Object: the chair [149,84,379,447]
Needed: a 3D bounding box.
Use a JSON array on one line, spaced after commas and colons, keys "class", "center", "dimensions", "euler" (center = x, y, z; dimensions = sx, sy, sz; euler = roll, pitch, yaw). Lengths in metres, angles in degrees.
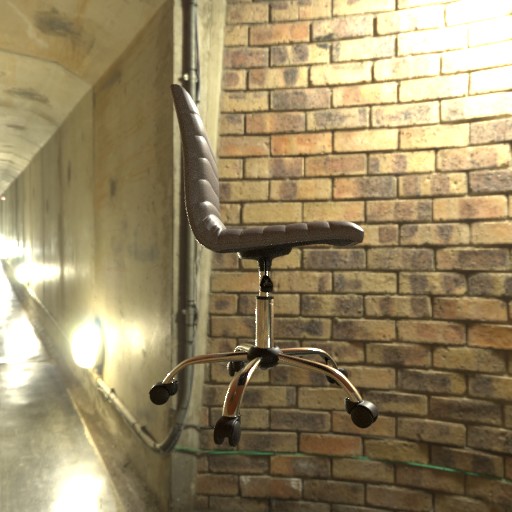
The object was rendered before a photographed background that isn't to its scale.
[{"class": "chair", "center": [0.000, 0.000, 1.134], "dimensions": [0.542, 0.750, 0.569], "euler": [0, 0, 0]}]
